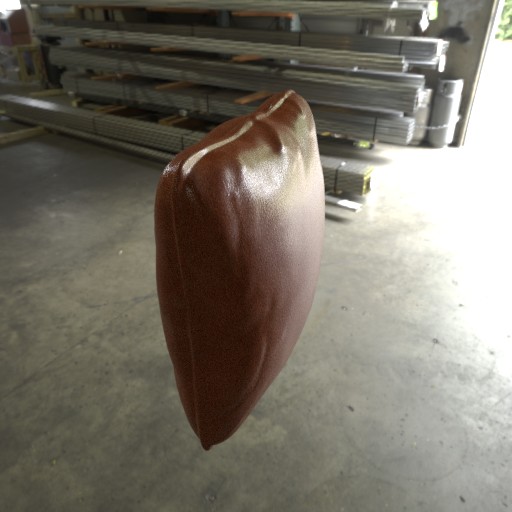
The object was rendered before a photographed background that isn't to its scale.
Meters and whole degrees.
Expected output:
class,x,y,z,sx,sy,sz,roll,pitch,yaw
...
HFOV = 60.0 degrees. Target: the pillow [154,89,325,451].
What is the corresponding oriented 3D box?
class,x,y,z,sx,sy,sz,roll,pitch,yaw
pillow,0.000,0.000,0.831,0.236,0.523,0.532,10,32,17
